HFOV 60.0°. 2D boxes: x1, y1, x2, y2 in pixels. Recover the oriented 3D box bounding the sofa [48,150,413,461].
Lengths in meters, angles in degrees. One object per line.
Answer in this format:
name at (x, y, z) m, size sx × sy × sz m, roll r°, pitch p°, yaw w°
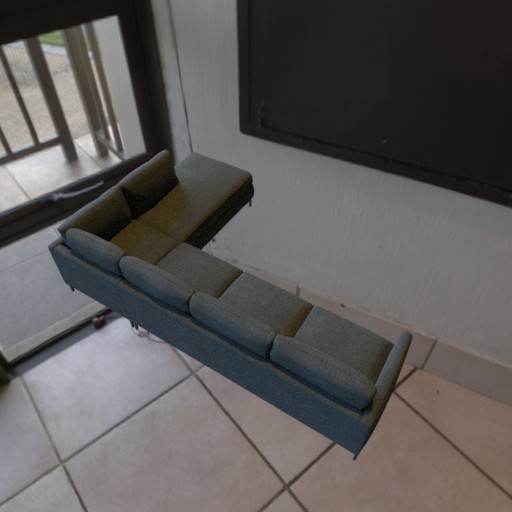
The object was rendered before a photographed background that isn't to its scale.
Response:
sofa at (0.000, 0.000, 3.909) m, size 2.949 × 0.815 × 2.007 m, roll 25°, pitch 51°, yaw 22°
